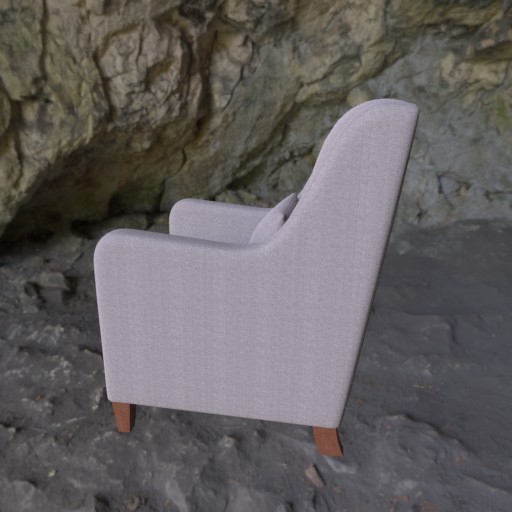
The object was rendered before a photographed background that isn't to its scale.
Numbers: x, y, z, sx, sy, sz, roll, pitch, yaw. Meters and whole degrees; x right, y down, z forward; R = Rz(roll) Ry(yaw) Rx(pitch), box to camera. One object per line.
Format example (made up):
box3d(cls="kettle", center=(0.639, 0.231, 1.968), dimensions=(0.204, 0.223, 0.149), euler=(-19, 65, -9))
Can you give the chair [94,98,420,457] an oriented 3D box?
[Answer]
box3d(cls="chair", center=(0.000, 0.000, 1.545), dimensions=(0.890, 1.017, 0.715), euler=(2, 16, 9))
